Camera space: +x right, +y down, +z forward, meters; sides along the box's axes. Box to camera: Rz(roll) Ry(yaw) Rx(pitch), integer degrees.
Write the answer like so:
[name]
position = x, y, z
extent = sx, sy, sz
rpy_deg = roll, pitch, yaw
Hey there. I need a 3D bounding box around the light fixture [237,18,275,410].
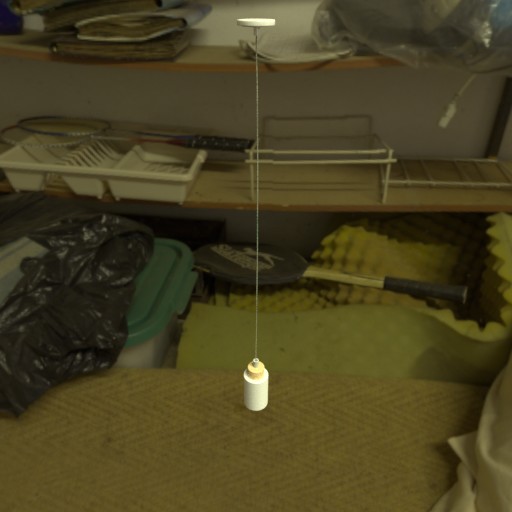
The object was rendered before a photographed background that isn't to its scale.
[light fixture]
position = 0.000, 0.000, 1.908
extent = 0.125, 1.798, 0.125
rpy_deg = -9, 32, -14
